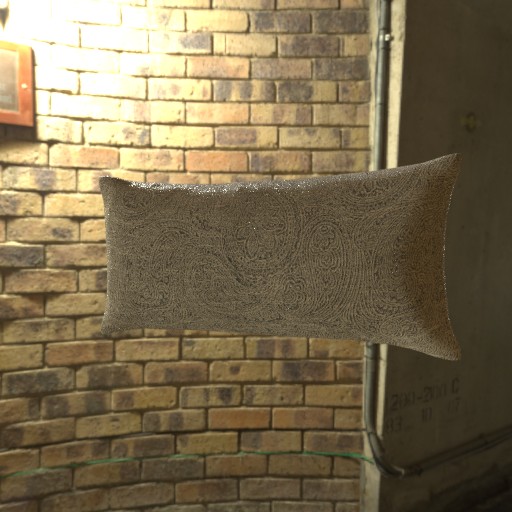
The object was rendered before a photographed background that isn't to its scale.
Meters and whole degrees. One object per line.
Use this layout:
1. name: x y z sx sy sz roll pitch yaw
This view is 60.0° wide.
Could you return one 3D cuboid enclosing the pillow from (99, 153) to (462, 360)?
1. pillow: 0.000 0.000 0.728 0.615 0.295 0.151 0 0 19
